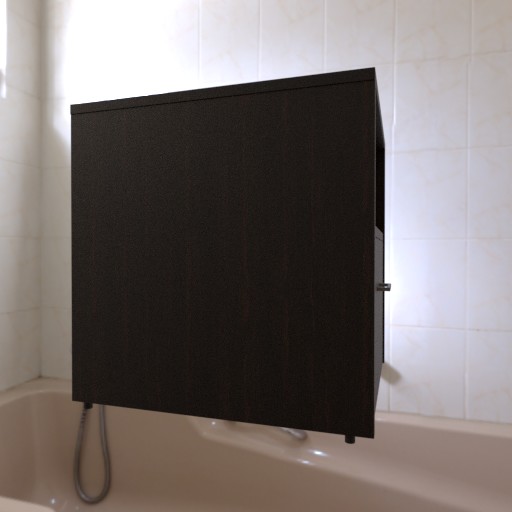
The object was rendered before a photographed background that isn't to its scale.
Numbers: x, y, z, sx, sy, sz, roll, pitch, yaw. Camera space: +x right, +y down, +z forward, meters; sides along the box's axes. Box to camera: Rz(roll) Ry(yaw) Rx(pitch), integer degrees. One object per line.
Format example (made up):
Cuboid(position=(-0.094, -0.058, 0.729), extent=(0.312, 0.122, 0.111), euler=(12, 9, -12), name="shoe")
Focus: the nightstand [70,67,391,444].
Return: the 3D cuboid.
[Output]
Cuboid(position=(0.000, 0.000, 0.791), extent=(0.461, 0.460, 0.400), euler=(0, 1, 18), name="nightstand")
